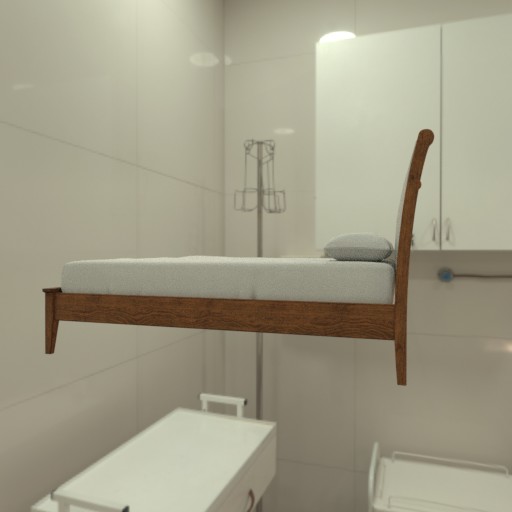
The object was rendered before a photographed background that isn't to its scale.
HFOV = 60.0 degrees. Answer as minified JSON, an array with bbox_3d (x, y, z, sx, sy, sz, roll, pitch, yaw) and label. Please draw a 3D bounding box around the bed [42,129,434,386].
[{"bbox_3d":[0.000,0.000,2.939,2.108,1.135,1.502,0,0,18],"label":"bed"}]
